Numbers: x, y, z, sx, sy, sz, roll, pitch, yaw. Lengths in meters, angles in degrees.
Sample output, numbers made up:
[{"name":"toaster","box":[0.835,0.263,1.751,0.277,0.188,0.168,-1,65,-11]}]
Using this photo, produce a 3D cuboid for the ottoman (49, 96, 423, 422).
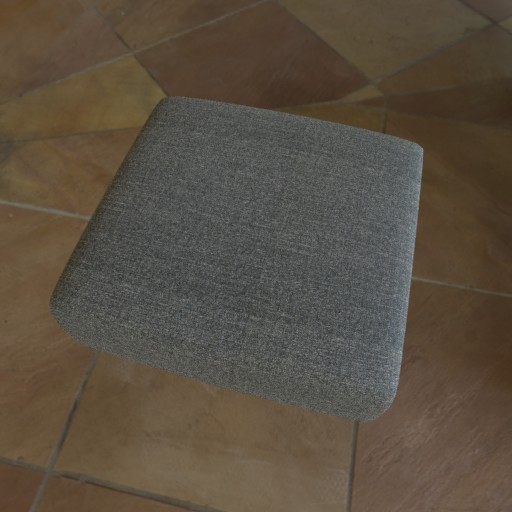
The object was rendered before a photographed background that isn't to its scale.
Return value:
[{"name":"ottoman","box":[0.000,0.000,1.067,0.655,0.399,0.648,13,60,8]}]
